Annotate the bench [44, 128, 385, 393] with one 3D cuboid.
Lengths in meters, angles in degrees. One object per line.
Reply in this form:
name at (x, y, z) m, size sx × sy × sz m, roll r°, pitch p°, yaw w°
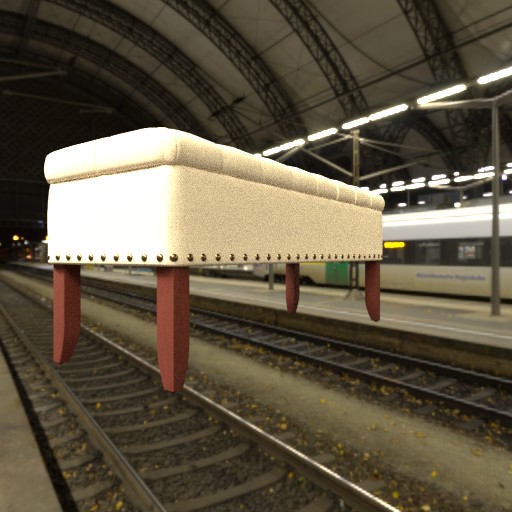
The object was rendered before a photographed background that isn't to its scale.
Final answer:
bench at (0.000, 0.000, 1.267) m, size 0.400 × 0.470 × 1.054 m, roll 0°, pitch 0°, yaw 35°
